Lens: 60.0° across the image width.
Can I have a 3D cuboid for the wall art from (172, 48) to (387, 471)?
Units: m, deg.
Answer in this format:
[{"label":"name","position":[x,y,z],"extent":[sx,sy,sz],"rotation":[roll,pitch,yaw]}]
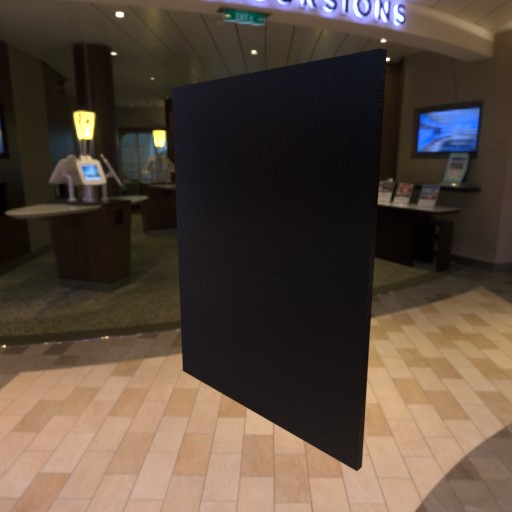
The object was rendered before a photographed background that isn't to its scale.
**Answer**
[{"label":"wall art","position":[0.000,0.000,0.752],"extent":[0.013,0.582,0.442],"rotation":[-12,18,-43]}]
